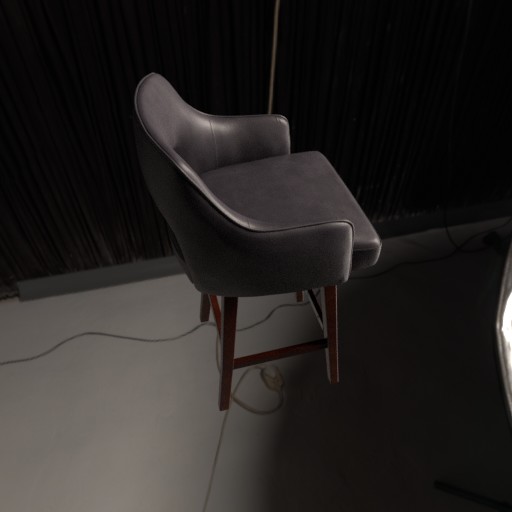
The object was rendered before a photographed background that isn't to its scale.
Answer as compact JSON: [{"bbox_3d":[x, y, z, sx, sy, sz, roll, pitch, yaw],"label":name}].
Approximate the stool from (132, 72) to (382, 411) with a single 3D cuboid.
[{"bbox_3d":[0.000,0.000,1.358,0.560,1.041,0.550,-11,46,-10],"label":"stool"}]
